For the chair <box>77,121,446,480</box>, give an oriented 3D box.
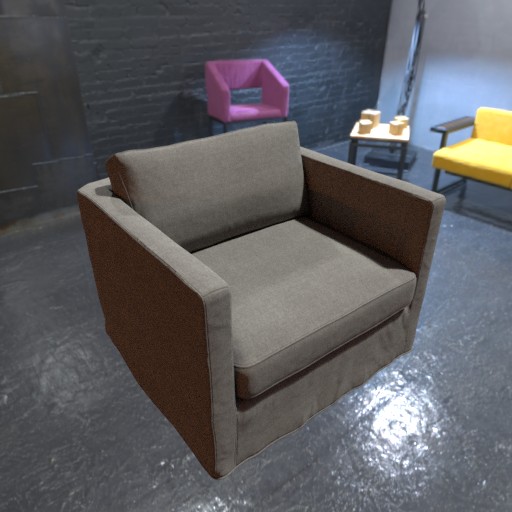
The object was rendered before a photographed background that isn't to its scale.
[{"bbox_3d":[0.000,0.000,1.754,1.057,0.863,0.949,-21,36,-32],"label":"chair"}]
